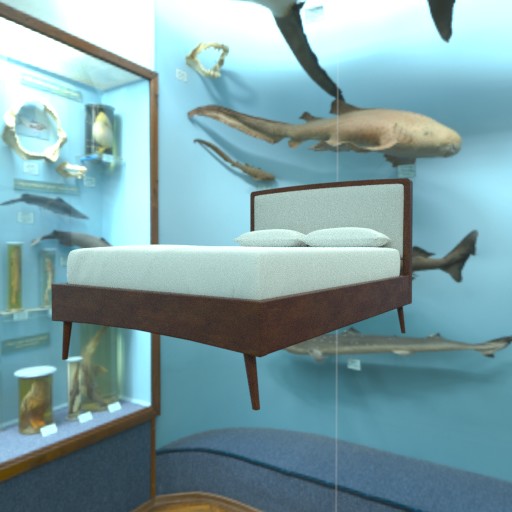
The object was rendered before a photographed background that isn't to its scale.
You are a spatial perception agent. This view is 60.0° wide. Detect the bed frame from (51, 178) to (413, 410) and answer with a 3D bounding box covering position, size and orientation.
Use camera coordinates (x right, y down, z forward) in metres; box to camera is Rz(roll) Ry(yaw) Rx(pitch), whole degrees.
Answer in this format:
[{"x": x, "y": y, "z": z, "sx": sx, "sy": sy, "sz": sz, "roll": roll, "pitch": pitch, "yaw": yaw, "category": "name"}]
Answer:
[{"x": 0.000, "y": 0.000, "z": 3.187, "sx": 1.587, "sy": 1.279, "sz": 2.171, "roll": 1, "pitch": 2, "yaw": 35, "category": "bed frame"}]
